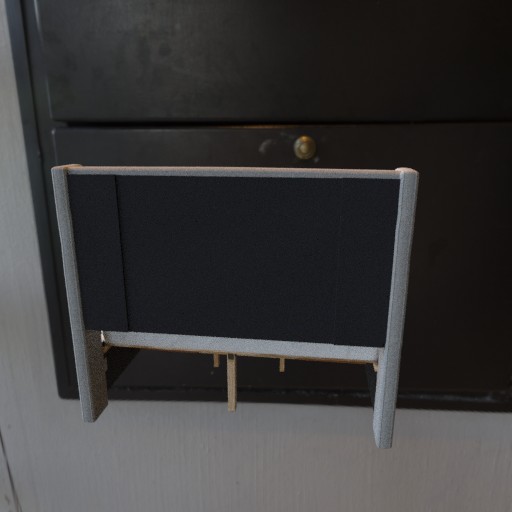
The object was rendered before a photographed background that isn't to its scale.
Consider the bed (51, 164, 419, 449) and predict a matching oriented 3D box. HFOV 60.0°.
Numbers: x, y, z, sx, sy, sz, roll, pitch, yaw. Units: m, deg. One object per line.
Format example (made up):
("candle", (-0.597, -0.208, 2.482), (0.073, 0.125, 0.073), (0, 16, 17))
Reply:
("bed", (0.000, 0.000, 3.350), (1.774, 1.491, 2.222), (2, 16, 7))
